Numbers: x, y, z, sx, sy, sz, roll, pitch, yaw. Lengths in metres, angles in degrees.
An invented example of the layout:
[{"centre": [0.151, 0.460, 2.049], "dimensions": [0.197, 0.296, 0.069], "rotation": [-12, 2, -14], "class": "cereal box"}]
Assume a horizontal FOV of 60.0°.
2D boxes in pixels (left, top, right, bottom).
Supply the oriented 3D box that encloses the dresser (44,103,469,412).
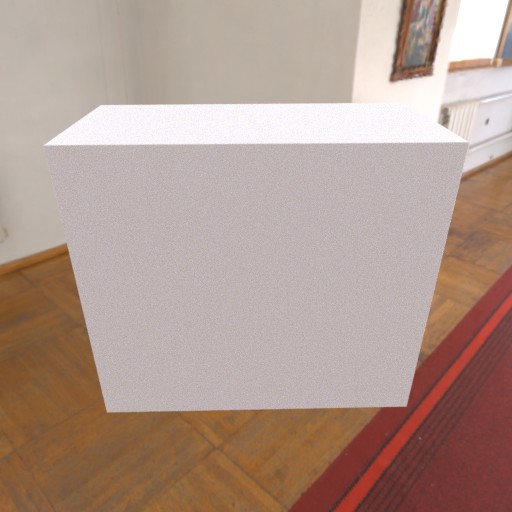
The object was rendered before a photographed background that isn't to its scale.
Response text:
[{"centre": [0.000, 0.000, 1.227], "dimensions": [0.830, 0.740, 0.420], "rotation": [-1, 30, -1], "class": "dresser"}]
